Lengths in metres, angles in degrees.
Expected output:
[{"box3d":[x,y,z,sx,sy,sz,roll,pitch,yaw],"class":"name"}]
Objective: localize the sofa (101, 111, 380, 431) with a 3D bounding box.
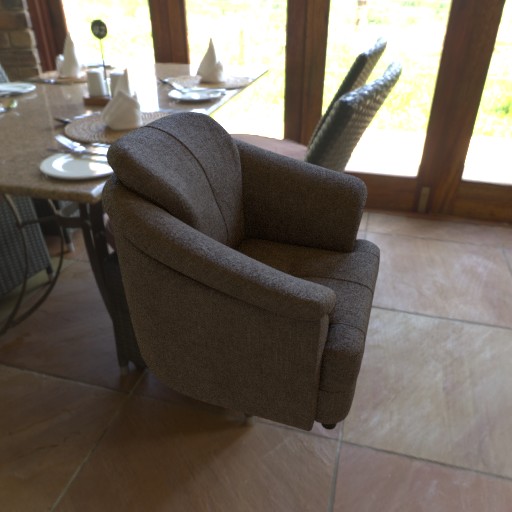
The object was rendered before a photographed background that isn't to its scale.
[{"box3d":[0.000,0.000,1.486,0.794,0.811,0.870,10,32,16],"class":"sofa"}]
